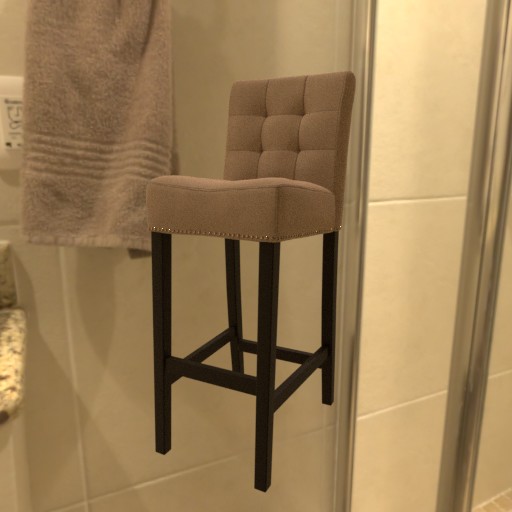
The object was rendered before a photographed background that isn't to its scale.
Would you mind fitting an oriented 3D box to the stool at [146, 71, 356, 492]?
[{"bbox_3d":[0.000,0.000,1.280,0.411,1.047,0.548,6,14,26],"label":"stool"}]
